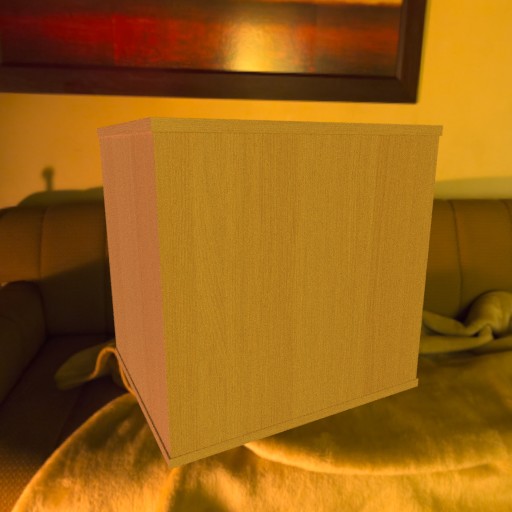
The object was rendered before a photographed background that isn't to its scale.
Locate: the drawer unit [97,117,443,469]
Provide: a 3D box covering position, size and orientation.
[{"bbox_3d":[0.000,0.000,0.613,0.349,0.344,0.290,-7,16,-27],"label":"drawer unit"}]
